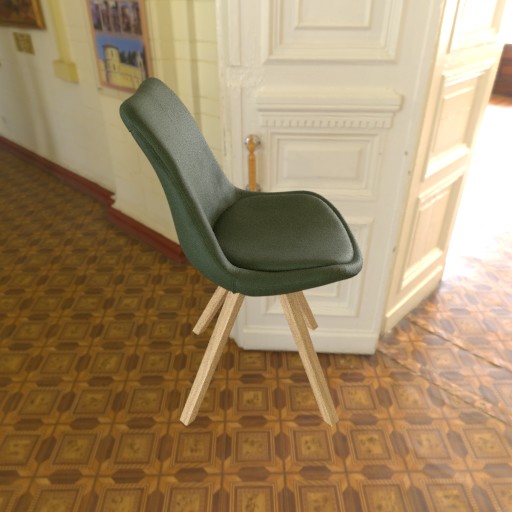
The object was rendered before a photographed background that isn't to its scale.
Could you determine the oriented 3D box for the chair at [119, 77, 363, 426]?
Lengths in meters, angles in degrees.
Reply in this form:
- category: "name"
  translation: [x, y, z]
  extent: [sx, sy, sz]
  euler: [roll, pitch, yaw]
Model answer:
- category: "chair"
  translation: [0.000, 0.000, 1.194]
  extent: [0.547, 0.865, 0.483]
  euler: [-1, 32, -1]
